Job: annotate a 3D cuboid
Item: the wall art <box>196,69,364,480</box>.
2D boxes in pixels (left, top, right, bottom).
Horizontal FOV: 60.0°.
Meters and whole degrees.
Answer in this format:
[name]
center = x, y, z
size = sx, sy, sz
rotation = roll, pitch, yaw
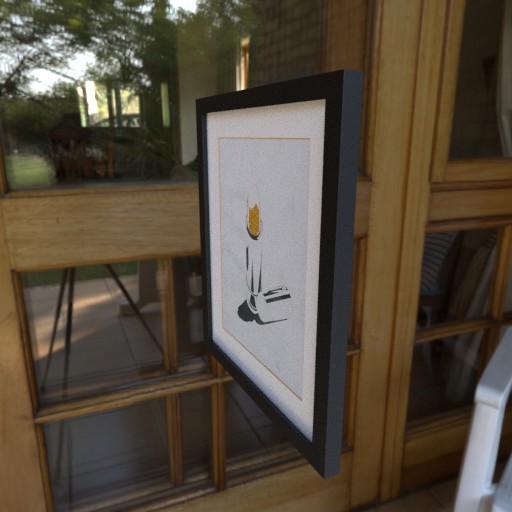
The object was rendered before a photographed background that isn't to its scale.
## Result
[wall art]
center = 0.000, 0.000, 0.538
size = 0.019, 0.381, 0.330
rotation = -8, 17, -27
